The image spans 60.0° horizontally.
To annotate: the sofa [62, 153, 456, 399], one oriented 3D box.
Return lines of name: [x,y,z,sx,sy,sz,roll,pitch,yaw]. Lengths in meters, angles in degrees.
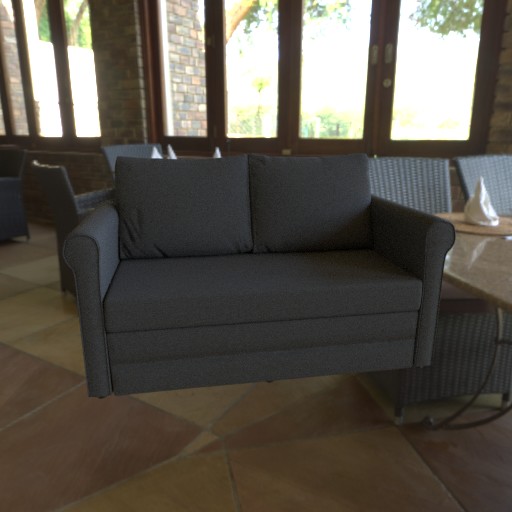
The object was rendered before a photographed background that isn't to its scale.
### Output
sofa: [0.000,0.000,1.986,1.460,0.872,0.741,-3,16,-9]
